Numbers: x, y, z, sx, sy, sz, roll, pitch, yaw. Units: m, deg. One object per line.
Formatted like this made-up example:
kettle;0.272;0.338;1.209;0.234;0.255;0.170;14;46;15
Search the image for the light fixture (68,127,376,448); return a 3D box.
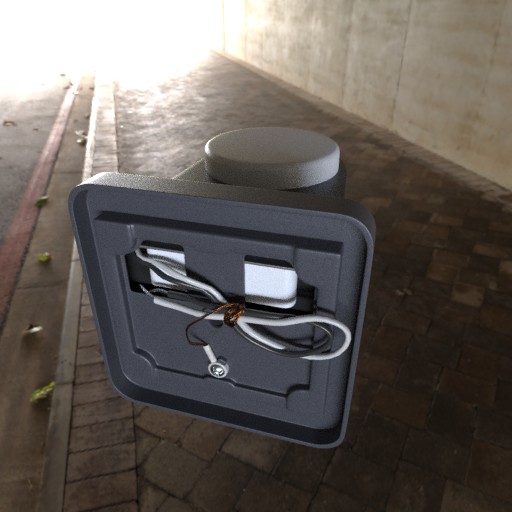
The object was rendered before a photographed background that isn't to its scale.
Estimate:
light fixture;0.000;0.000;0.218;0.109;0.109;0.132;8;32;14
